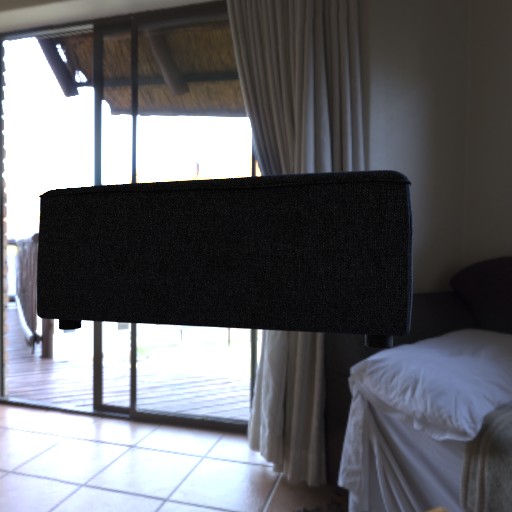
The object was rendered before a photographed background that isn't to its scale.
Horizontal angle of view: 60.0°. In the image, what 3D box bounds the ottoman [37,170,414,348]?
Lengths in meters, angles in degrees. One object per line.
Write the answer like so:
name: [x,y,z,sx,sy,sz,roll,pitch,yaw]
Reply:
ottoman: [0.000,0.000,1.574,1.023,0.423,1.017,0,0,18]
